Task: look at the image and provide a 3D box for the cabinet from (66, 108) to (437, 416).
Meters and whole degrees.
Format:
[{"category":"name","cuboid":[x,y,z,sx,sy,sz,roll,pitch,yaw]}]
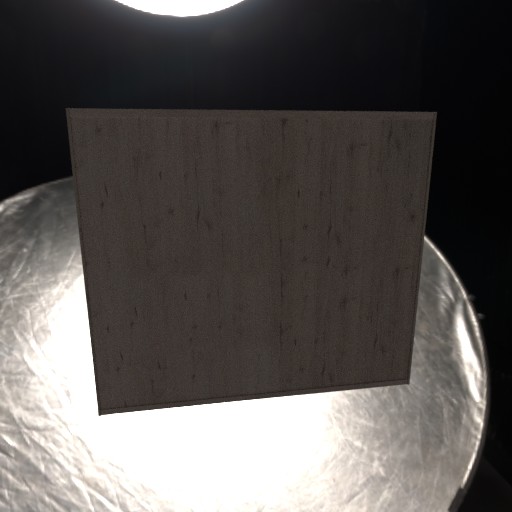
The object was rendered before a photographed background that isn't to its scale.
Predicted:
[{"category":"cabinet","cuboid":[0.000,0.000,3.541,2.500,2.180,0.660,-3,15,-10]}]
